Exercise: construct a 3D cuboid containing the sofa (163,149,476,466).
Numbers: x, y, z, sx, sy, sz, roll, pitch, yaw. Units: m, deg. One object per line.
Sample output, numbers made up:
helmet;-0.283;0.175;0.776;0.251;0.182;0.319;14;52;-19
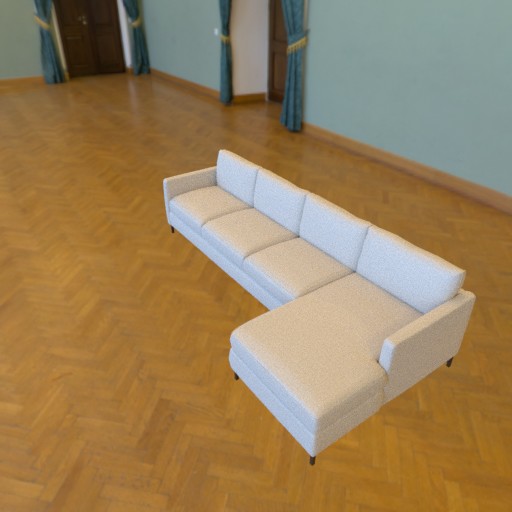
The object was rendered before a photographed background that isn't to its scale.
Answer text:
sofa;0.000;0.000;3.274;1.258;0.755;2.731;-20;37;-29
